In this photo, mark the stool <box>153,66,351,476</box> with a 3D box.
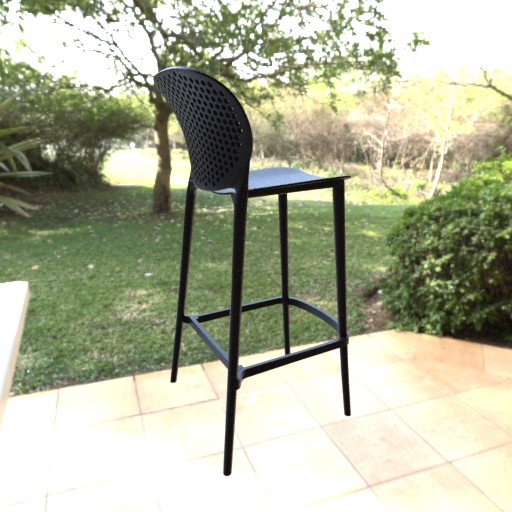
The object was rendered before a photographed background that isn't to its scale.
[{"bbox_3d":[0.000,0.000,1.373,0.535,1.045,0.536,-8,17,-25],"label":"stool"}]
